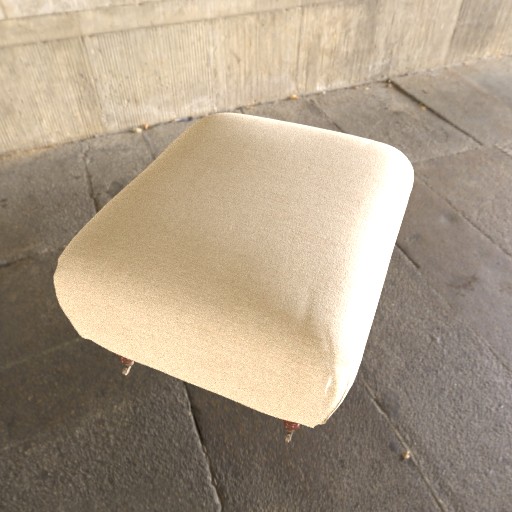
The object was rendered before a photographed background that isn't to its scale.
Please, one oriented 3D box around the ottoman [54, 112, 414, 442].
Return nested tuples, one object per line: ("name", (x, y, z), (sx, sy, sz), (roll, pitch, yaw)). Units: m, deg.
("ottoman", (0.000, 0.000, 1.104), (0.622, 0.450, 0.747), (16, 47, 16))
